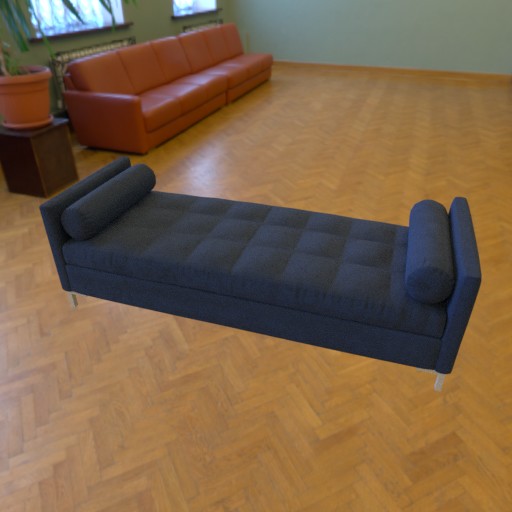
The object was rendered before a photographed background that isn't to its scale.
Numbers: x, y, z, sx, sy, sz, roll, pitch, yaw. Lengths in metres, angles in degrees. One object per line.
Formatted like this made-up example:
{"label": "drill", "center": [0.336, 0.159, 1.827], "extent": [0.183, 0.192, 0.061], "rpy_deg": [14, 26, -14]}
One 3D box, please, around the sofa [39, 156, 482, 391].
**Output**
{"label": "sofa", "center": [0.000, 0.000, 2.444], "extent": [2.102, 0.657, 0.797], "rpy_deg": [10, 34, 15]}
